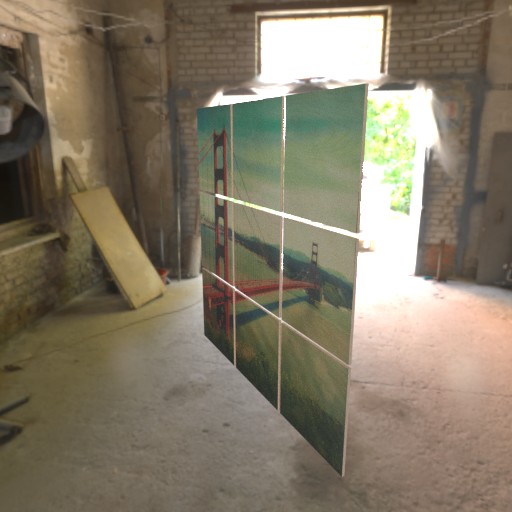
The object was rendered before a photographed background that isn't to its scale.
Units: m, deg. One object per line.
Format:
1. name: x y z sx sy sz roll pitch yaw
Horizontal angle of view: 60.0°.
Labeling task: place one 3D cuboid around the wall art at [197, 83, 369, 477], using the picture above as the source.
1. wall art: 0.000 0.000 2.264 0.014 1.507 1.519 -8 17 -27
